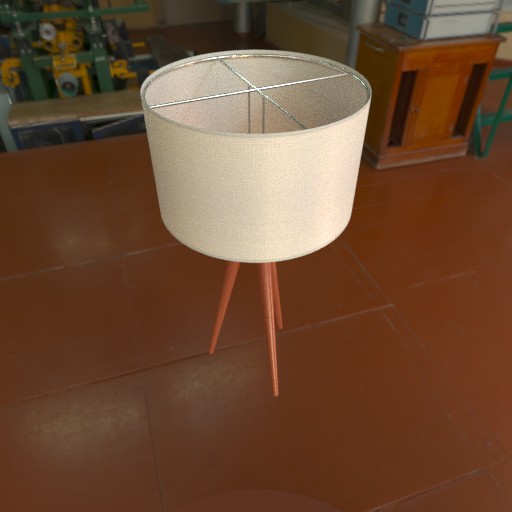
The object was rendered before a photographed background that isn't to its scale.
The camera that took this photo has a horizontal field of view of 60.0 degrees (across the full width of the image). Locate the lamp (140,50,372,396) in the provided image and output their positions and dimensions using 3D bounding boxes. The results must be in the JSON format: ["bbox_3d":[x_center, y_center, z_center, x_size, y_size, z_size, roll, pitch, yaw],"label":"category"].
[{"bbox_3d":[0.000,0.000,0.922,0.354,0.709,0.355,11,42,12],"label":"lamp"}]
